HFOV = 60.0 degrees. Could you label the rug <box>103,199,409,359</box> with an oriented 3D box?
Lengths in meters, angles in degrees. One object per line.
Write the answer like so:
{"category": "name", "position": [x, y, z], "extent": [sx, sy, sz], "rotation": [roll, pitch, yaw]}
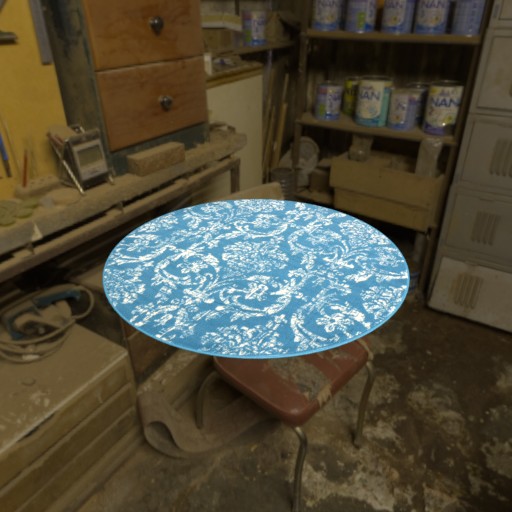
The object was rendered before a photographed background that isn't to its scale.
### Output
{"category": "rug", "position": [0.000, 0.000, 2.402], "extent": [1.593, 0.012, 1.593], "rotation": [0, 30, 0]}
